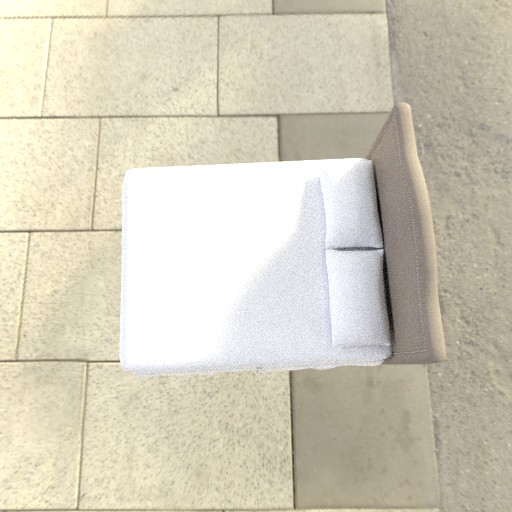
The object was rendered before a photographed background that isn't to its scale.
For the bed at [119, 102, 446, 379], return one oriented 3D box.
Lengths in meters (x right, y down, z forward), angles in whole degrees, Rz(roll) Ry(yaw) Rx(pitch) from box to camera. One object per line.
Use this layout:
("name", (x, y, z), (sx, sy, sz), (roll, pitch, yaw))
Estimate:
("bed", (0.000, 0.000, 3.336), (2.128, 1.441, 1.744), (-3, 77, -1))
